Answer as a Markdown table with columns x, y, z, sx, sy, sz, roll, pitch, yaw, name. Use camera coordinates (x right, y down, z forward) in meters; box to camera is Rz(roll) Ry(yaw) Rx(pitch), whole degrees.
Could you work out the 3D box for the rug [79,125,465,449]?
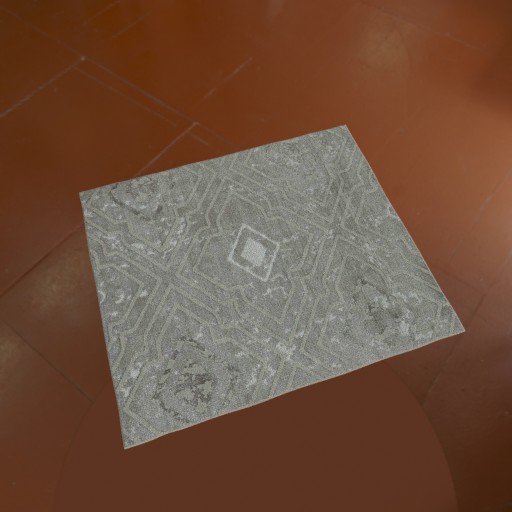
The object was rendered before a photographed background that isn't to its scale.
| x | y | z | sx | sy | sz | roll | pitch | yaw | name |
| --- | --- | --- | --- | --- | --- | --- | --- | --- | --- |
| 0.000 | 0.000 | 0.897 | 0.639 | 0.006 | 0.548 | -16 | 63 | -9 | rug |
